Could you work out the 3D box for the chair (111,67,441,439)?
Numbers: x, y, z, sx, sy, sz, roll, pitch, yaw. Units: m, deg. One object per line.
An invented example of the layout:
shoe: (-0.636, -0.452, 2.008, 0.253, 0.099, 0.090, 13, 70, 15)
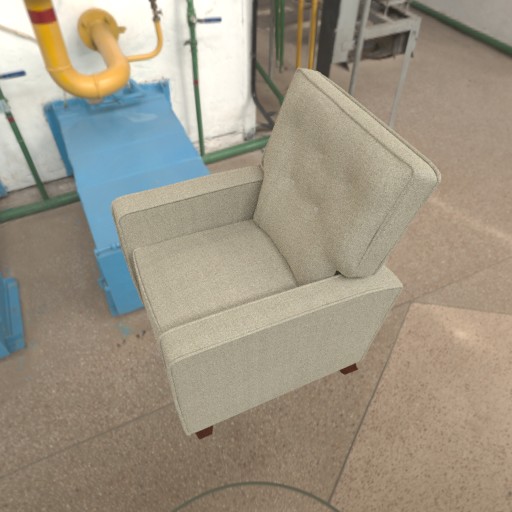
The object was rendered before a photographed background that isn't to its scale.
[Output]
chair: (0.000, 0.000, 1.394, 0.754, 0.888, 0.648, -18, 50, -16)
